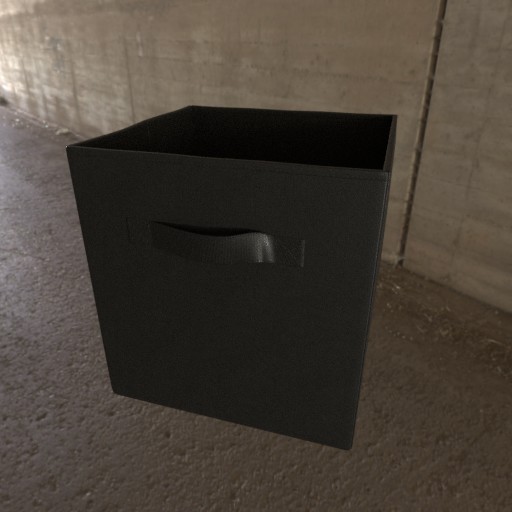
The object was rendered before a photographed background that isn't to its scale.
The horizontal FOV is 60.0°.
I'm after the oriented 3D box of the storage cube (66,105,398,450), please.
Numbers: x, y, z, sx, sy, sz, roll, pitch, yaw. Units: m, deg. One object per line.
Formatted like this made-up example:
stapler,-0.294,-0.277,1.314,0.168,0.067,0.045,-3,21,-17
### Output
storage cube,0.000,0.000,0.500,0.270,0.280,0.270,8,28,15
